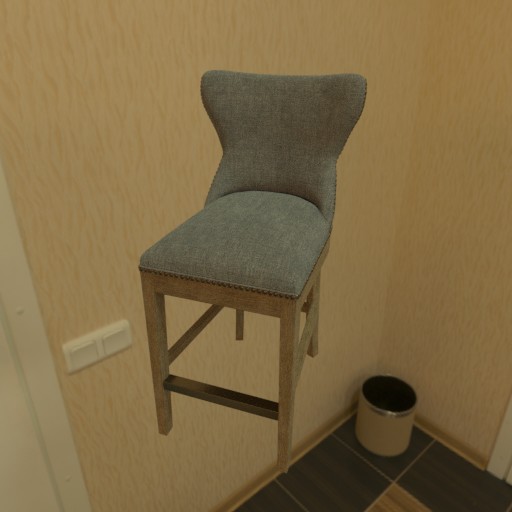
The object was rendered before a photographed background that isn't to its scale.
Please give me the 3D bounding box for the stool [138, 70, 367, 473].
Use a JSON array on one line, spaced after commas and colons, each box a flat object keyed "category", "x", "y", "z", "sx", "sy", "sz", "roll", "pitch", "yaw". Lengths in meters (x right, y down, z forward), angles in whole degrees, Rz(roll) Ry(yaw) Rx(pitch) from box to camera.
[{"category": "stool", "x": 0.000, "y": 0.000, "z": 1.309, "sx": 0.498, "sy": 0.981, "sz": 0.608, "roll": 9, "pitch": 28, "yaw": 18}]
